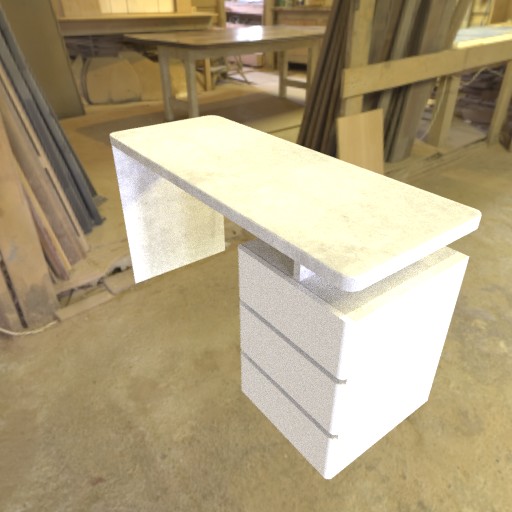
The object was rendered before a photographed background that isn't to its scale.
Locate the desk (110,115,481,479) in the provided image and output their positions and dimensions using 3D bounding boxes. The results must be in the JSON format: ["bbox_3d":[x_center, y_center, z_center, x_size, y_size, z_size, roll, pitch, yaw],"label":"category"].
[{"bbox_3d":[0.000,0.000,1.757,0.550,0.755,1.400,-22,37,-31],"label":"desk"}]
